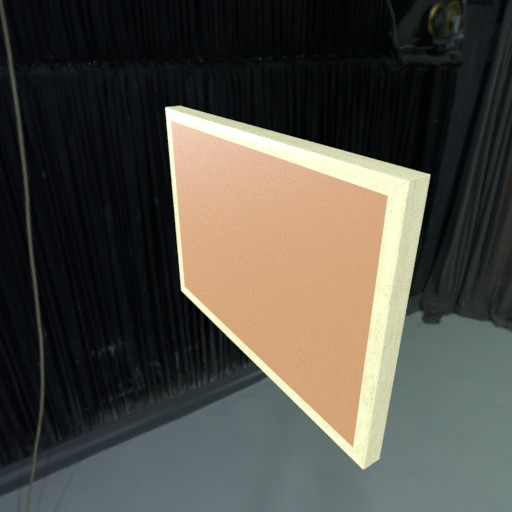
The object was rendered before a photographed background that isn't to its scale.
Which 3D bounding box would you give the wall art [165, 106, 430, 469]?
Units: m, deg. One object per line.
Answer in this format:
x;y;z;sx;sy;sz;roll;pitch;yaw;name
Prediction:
0.000;0.000;0.685;0.032;0.381;0.533;-17;31;-30;wall art
